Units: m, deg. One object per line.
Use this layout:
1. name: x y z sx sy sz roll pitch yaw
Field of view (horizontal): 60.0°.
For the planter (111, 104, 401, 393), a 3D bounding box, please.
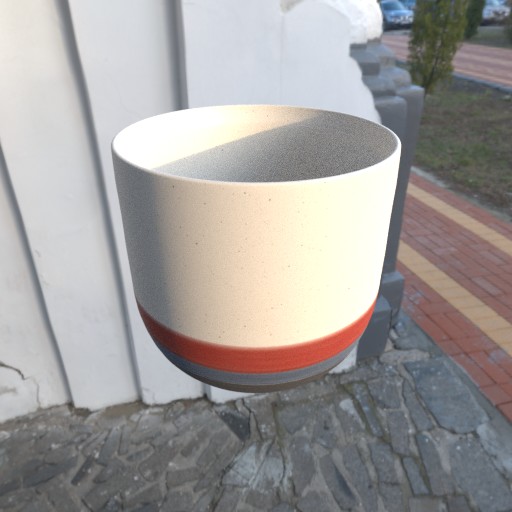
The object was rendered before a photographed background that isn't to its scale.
1. planter: 0.000 0.000 0.489 0.268 0.270 0.268 0 30 0
